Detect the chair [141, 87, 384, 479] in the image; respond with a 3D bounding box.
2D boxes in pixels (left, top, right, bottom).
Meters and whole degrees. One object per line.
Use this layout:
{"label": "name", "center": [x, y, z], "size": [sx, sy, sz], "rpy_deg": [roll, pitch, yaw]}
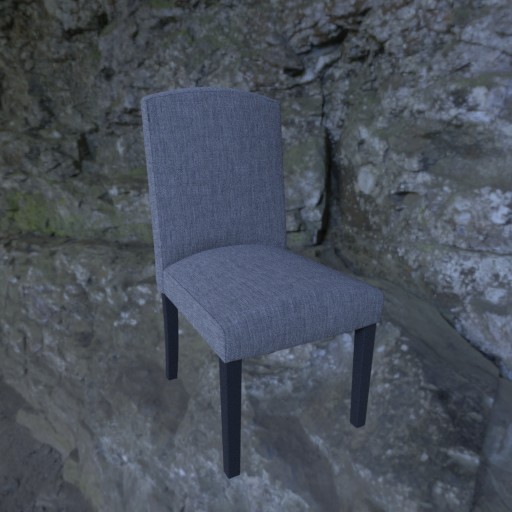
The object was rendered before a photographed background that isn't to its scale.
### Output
{"label": "chair", "center": [0.000, 0.000, 1.231], "size": [0.451, 0.917, 0.580], "rpy_deg": [-9, 18, -27]}
